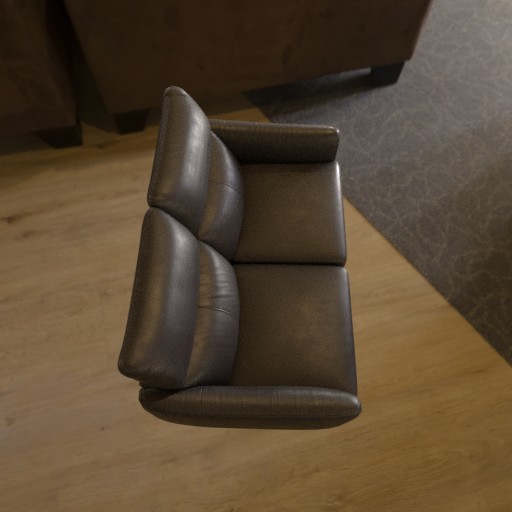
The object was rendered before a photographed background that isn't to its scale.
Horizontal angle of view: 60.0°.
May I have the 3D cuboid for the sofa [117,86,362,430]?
[{"bbox_3d":[0.000,0.000,2.229,0.958,0.920,1.596,1,63,1],"label":"sofa"}]
